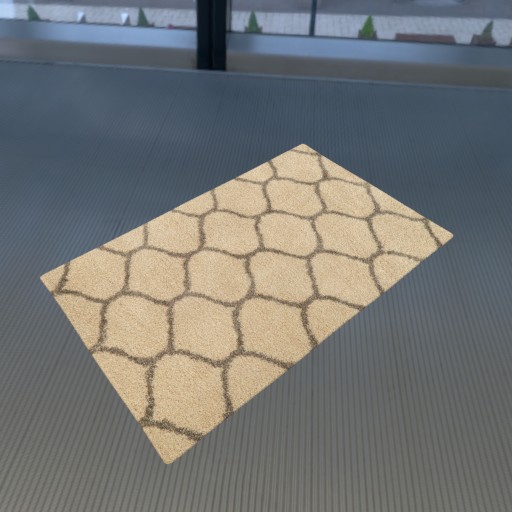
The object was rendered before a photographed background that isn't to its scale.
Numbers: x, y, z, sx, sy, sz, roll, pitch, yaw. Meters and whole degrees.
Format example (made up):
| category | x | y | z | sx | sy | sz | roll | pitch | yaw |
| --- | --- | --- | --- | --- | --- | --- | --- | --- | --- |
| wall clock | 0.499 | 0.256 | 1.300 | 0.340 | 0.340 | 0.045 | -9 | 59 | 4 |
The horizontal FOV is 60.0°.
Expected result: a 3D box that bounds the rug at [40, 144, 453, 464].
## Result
| category | x | y | z | sx | sy | sz | roll | pitch | yaw |
| --- | --- | --- | --- | --- | --- | --- | --- | --- | --- |
| rug | 0.000 | 0.000 | 2.953 | 2.348 | 0.024 | 1.501 | -32 | 55 | -26 |
